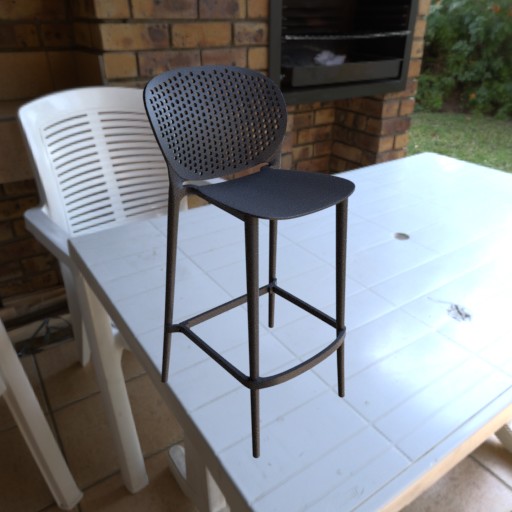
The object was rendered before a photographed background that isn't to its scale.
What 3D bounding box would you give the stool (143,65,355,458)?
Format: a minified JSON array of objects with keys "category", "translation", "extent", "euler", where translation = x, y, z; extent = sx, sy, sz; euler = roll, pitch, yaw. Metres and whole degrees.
[{"category":"stool","translation":[0.000,0.000,1.366],"extent":[0.536,1.045,0.535],"euler":[-21,35,-34]}]
